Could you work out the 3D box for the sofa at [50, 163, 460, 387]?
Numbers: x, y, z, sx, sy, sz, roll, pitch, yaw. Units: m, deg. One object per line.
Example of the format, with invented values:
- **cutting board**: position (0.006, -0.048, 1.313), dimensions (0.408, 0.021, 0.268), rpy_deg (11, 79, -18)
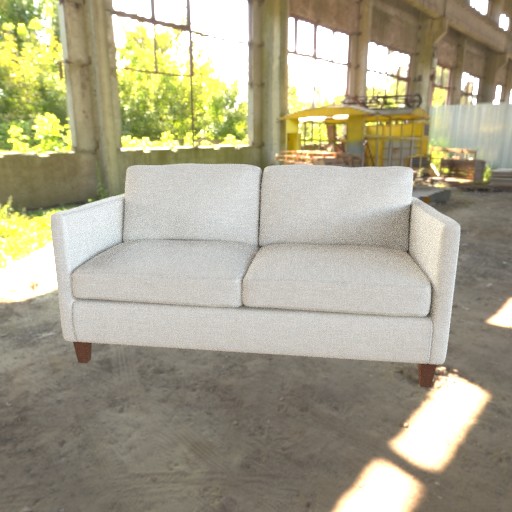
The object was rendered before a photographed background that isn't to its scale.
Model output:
- **sofa**: position (0.000, 0.000, 2.428), dimensions (1.838, 0.963, 0.950), rpy_deg (2, 15, 8)
